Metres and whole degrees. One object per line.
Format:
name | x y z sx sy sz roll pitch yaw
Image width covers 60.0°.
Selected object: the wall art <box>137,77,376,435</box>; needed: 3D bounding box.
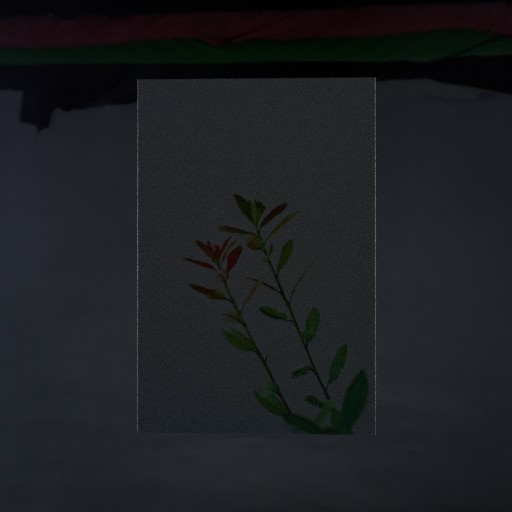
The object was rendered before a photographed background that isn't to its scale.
wall art | 0.000 0.000 1.159 0.612 0.915 0.039 0 0 1
